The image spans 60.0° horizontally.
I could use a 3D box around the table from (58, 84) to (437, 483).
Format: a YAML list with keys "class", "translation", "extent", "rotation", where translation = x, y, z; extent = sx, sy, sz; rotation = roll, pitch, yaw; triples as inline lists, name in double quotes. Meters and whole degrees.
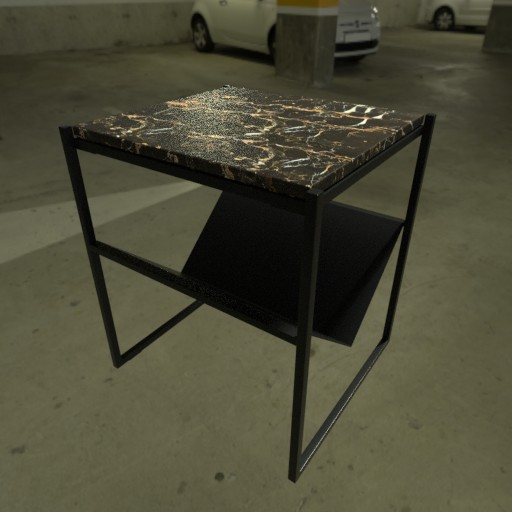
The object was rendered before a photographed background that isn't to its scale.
- class: "table"
  translation: [0.000, 0.000, 0.879]
  extent: [0.469, 0.534, 0.432]
  rotation: [20, 37, 30]
